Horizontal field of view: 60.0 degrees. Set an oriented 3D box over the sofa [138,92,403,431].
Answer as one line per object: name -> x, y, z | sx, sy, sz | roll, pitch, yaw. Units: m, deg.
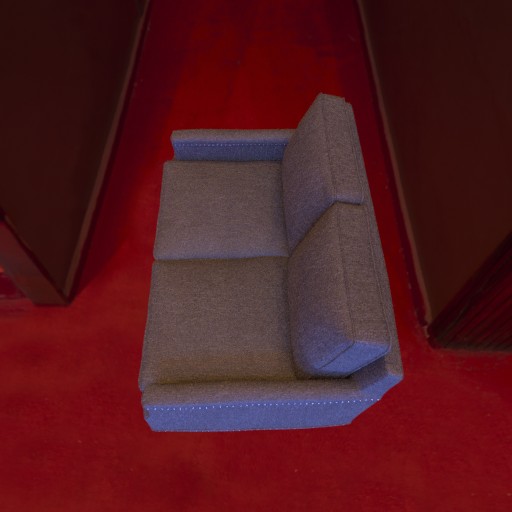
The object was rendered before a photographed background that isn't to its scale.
sofa -> 0.000, 0.000, 2.305 | 1.084, 1.003, 1.597 | -1, 59, -1
